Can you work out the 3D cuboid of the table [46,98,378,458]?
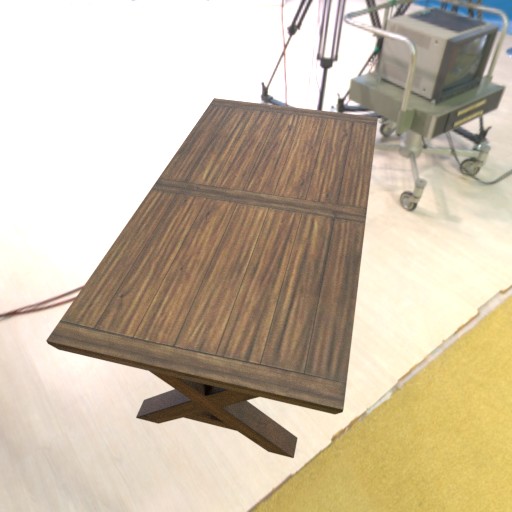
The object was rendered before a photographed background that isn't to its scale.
[{"bbox_3d":[0.000,0.000,2.461,1.071,0.793,1.966,10,46,10],"label":"table"}]
